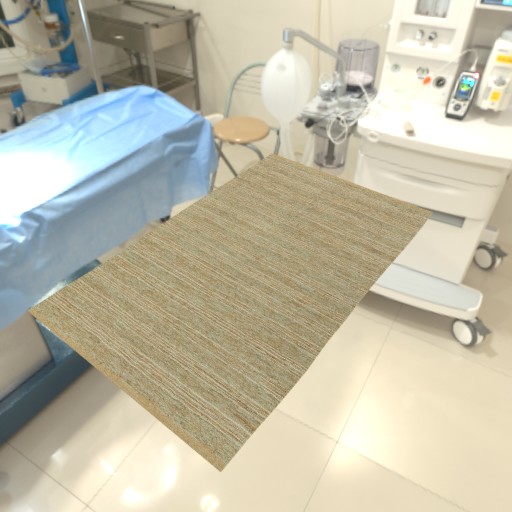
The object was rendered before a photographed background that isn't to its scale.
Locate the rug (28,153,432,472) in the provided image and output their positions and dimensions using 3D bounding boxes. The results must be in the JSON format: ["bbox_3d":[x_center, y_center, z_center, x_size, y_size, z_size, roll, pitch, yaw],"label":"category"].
[{"bbox_3d":[0.000,0.000,3.006,1.540,0.012,2.448,27,48,28],"label":"rug"}]
